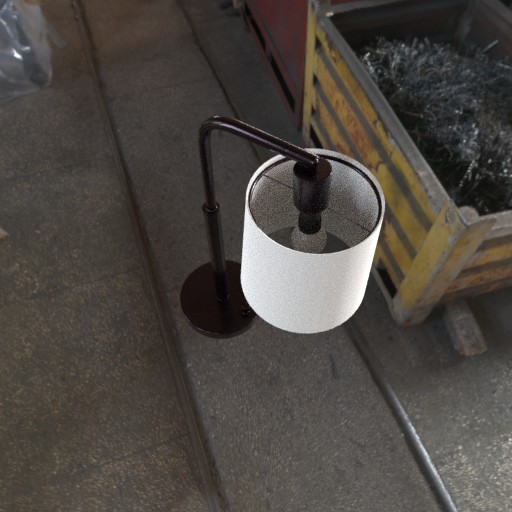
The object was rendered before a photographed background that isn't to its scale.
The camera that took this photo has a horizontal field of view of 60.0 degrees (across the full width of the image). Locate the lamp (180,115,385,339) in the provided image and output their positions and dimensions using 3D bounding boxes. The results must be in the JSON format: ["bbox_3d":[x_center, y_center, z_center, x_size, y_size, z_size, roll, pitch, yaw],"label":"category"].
[{"bbox_3d":[0.000,0.000,0.659,0.333,0.489,0.171,32,63,19],"label":"lamp"}]
